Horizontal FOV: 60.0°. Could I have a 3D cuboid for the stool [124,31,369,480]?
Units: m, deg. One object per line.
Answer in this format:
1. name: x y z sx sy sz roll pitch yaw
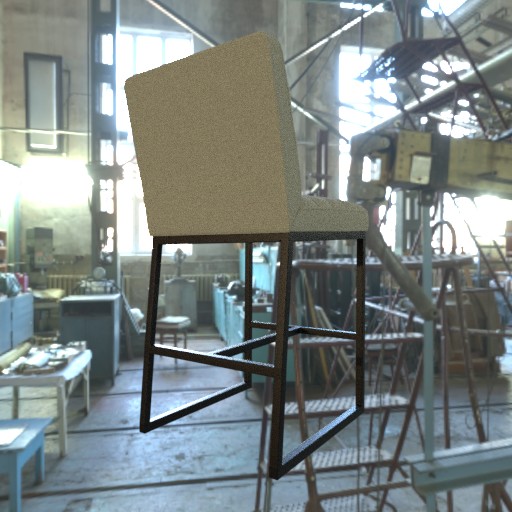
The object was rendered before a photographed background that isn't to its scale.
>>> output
1. stool: 0.000 0.000 1.243 0.460 0.940 0.560 0 1 35
